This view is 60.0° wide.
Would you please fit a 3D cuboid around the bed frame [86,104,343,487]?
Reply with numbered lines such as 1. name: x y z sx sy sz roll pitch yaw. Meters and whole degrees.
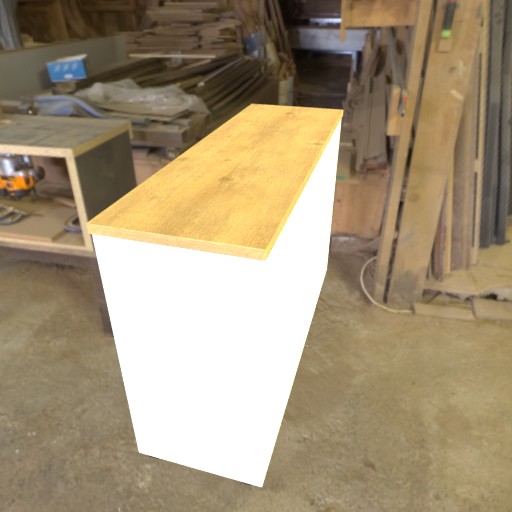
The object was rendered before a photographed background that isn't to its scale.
1. bed frame: 0.000 0.000 1.718 0.430 0.850 1.300 9 32 14
